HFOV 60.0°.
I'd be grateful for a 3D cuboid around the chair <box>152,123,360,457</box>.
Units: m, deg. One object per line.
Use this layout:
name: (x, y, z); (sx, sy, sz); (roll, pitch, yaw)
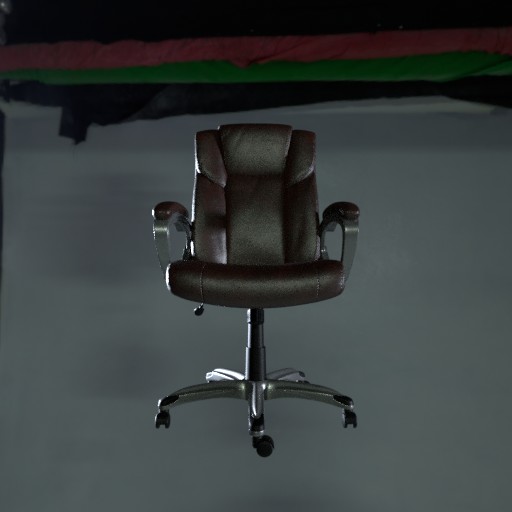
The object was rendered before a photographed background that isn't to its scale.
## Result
chair: (0.000, 0.000, 1.577); (0.656, 1.128, 0.692); (0, -1, 0)
